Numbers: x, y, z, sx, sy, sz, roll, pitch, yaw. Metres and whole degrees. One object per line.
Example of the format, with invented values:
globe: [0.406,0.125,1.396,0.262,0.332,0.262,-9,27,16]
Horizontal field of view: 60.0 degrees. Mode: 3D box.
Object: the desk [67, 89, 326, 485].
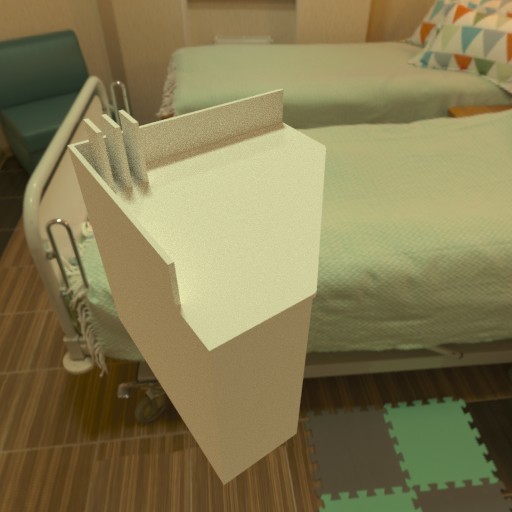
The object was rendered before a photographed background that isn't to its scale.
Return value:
desk: [0.000,0.000,1.721,0.940,0.986,0.940,-25,46,-26]
